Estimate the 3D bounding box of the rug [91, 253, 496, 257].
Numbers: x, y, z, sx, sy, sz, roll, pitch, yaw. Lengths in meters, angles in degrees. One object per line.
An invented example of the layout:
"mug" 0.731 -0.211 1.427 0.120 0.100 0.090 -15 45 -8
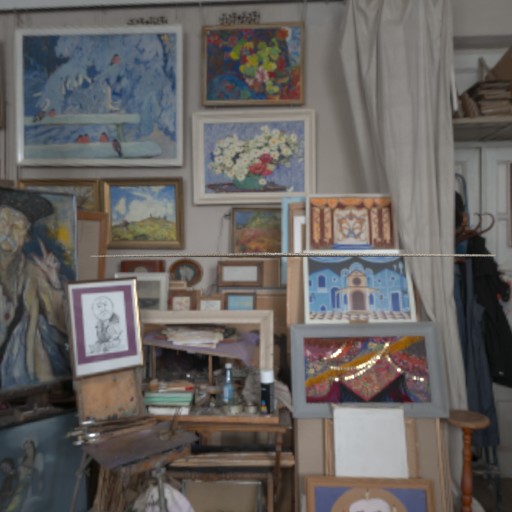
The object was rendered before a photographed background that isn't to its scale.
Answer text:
"rug" 0.000 0.000 2.187 1.142 0.006 1.752 0 0 -34
